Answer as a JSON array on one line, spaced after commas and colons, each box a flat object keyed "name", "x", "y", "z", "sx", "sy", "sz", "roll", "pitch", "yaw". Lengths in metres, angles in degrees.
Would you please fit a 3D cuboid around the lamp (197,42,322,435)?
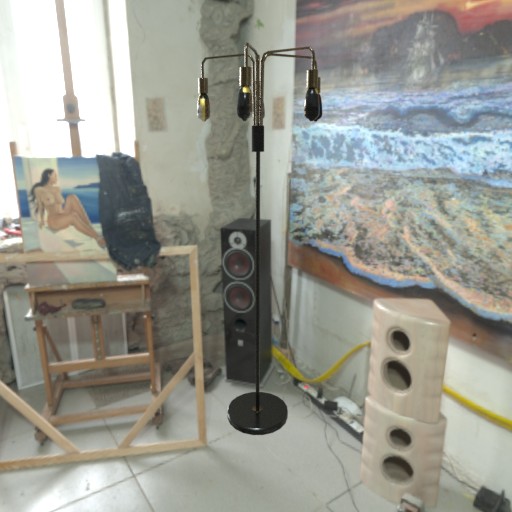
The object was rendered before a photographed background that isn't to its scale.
[{"name": "lamp", "x": 0.000, "y": 0.000, "z": 2.039, "sx": 0.599, "sy": 1.721, "sz": 0.572, "roll": 8, "pitch": 18, "yaw": 25}]
